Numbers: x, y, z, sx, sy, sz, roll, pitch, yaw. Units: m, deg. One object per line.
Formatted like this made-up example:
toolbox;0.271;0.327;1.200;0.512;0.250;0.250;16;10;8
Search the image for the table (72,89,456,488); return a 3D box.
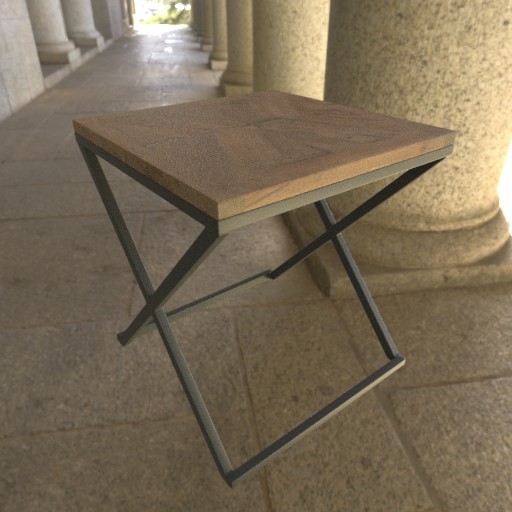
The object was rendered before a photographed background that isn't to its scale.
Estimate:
table;0.000;0.000;0.940;0.499;0.550;0.498;-22;37;-32
